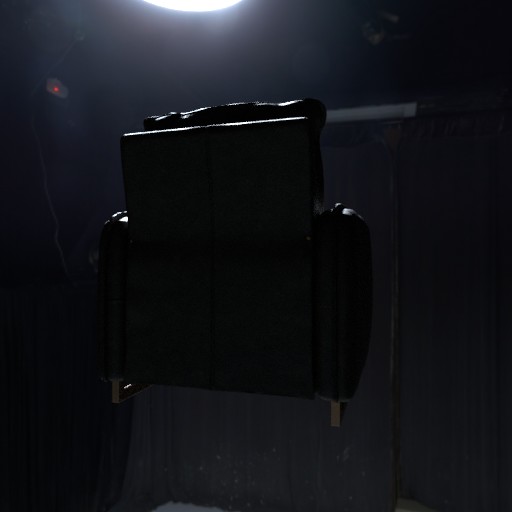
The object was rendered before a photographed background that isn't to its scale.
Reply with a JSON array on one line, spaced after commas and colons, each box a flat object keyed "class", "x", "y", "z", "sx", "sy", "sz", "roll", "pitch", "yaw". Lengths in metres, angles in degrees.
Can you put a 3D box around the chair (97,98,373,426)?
[{"class": "chair", "x": 0.000, "y": 0.000, "z": 1.662, "sx": 0.830, "sy": 0.921, "sz": 0.921, "roll": 0, "pitch": -1, "yaw": 17}]
